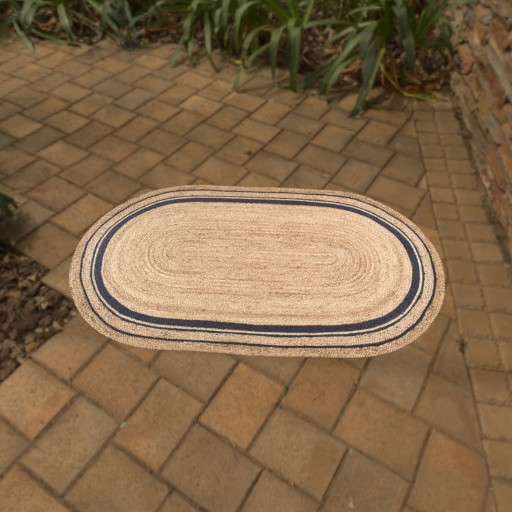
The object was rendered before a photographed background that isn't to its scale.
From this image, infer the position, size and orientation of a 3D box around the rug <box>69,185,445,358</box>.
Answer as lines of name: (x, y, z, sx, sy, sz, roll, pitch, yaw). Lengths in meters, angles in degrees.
rug: (0.000, 0.000, 2.945, 2.432, 0.006, 1.520, 2, 46, 2)
